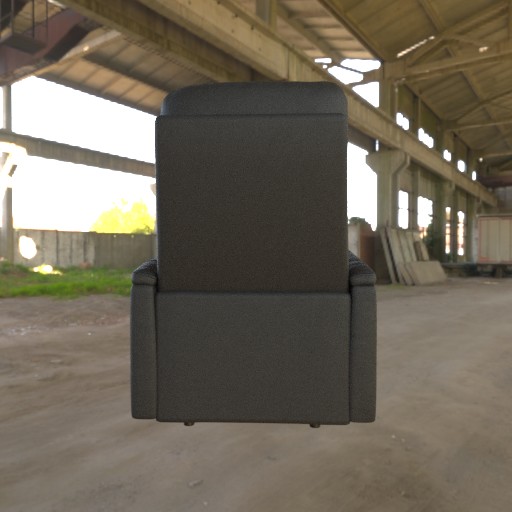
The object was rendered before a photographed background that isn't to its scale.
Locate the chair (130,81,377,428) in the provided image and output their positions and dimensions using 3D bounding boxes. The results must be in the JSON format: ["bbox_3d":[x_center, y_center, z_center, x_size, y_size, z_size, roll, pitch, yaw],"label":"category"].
[{"bbox_3d":[0.000,0.000,1.654,0.775,1.082,0.831,0,1,2],"label":"chair"}]
